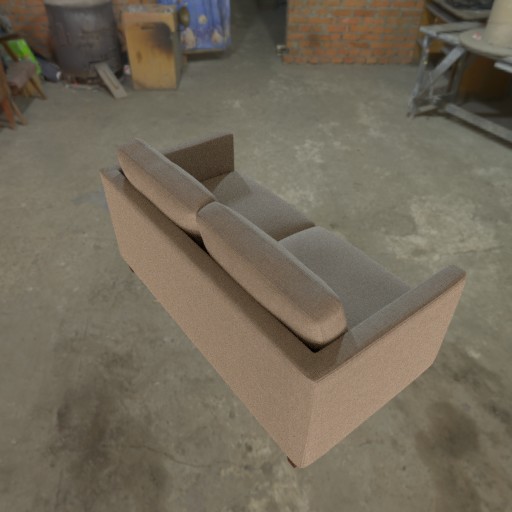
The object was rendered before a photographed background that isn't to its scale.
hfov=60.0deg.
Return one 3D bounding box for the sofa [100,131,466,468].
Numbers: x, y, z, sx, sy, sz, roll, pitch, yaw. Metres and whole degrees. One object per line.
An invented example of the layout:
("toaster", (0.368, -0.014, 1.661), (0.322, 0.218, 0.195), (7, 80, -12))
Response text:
("sofa", (0.000, 0.000, 2.436), (0.951, 0.947, 1.884), (-26, 46, -28))
